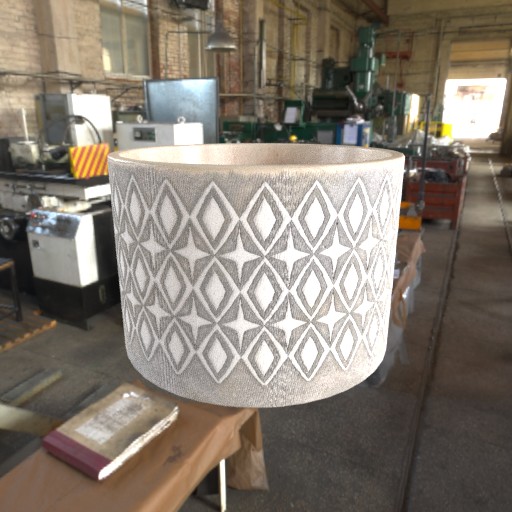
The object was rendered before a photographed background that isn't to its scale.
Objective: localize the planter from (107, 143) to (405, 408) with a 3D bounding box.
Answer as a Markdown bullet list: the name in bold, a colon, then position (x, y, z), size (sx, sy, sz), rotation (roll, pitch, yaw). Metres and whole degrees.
- **planter**: position (0.000, 0.000, 0.275), size (0.164, 0.127, 0.164), rotation (0, 17, 0)
